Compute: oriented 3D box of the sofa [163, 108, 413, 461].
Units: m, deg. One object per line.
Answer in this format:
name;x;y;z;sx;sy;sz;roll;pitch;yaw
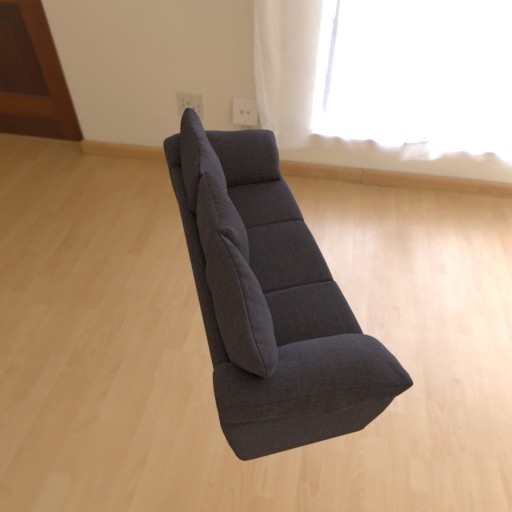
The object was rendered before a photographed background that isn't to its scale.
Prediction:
sofa;0.000;0.000;2.833;0.883;1.080;2.336;-10;47;-10
